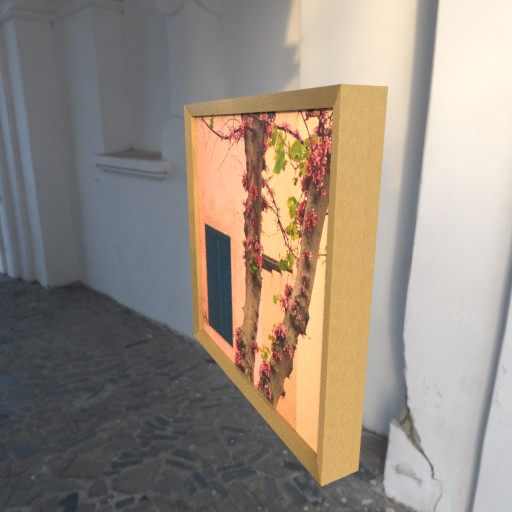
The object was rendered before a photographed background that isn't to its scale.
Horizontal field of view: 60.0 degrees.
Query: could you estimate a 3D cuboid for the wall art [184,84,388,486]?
[{"bbox_3d":[0.000,0.000,0.454,0.038,0.305,0.304,-8,18,-26],"label":"wall art"}]
